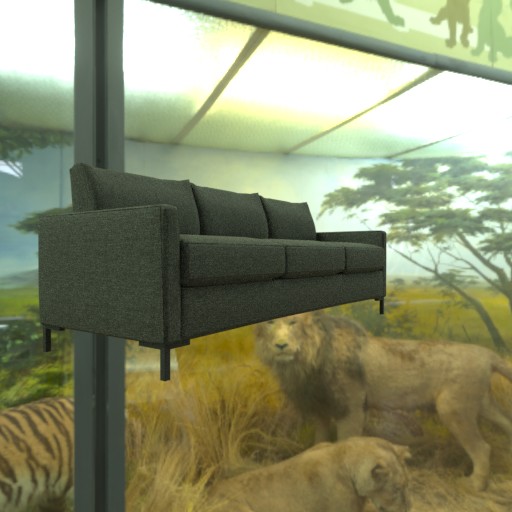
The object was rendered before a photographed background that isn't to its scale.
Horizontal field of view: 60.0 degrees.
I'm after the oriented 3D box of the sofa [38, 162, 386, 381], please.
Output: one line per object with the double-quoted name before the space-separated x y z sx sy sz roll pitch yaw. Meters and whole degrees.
"sofa" 0.000 0.000 2.677 0.876 0.879 2.253 0 0 36
